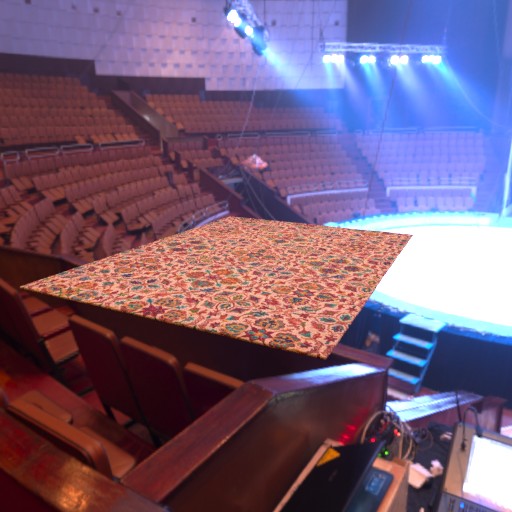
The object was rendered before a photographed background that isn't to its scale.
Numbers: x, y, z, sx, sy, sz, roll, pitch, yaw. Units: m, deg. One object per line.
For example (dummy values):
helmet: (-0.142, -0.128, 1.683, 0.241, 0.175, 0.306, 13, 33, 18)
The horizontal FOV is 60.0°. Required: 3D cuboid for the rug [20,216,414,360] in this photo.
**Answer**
rug: (0.000, 0.000, 4.241, 2.446, 0.020, 3.215, 8, 18, 26)
